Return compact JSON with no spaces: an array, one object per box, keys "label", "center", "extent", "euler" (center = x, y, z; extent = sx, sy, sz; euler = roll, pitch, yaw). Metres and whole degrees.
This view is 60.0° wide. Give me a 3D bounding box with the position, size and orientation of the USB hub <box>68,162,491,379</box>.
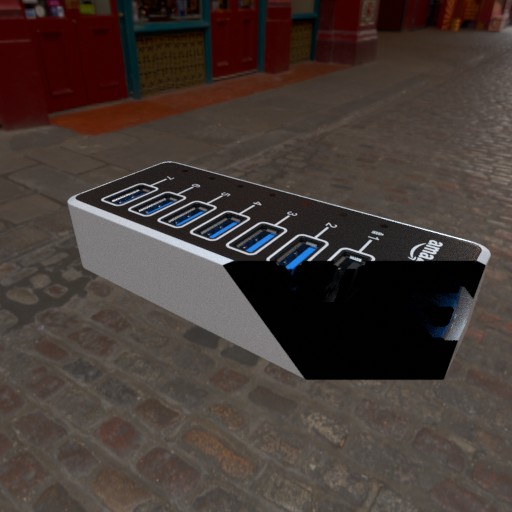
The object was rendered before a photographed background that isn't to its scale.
[{"label":"USB hub","center":[0.000,0.000,0.124],"extent":[0.110,0.023,0.044],"euler":[20,36,30]}]
